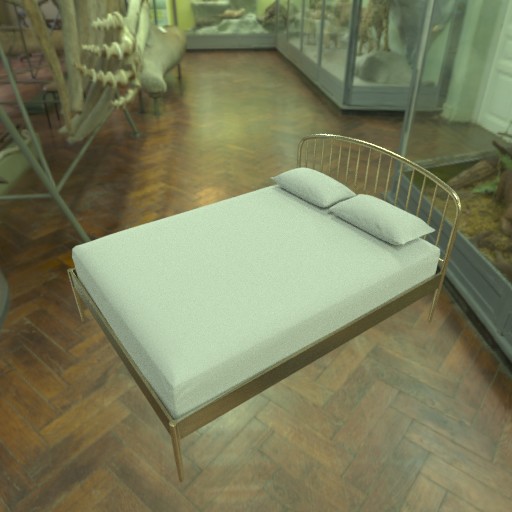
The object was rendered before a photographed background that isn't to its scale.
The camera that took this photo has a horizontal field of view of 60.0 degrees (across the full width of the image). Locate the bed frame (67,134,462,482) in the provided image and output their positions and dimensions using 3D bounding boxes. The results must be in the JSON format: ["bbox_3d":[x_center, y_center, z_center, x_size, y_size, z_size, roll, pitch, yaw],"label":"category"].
[{"bbox_3d":[0.000,0.000,3.070,2.152,1.175,1.612,-21,38,-30],"label":"bed frame"}]
